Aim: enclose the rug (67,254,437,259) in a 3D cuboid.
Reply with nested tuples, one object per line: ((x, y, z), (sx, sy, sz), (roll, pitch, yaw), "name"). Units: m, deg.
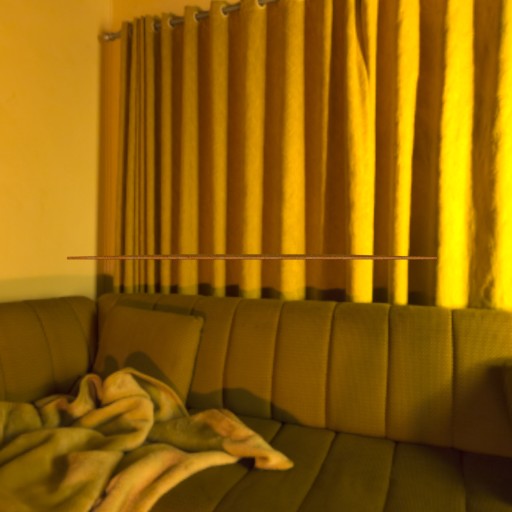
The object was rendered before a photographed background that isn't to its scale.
((0.000, 0.000, 2.357), (1.213, 0.010, 1.829), (0, 0, 1), "rug")
